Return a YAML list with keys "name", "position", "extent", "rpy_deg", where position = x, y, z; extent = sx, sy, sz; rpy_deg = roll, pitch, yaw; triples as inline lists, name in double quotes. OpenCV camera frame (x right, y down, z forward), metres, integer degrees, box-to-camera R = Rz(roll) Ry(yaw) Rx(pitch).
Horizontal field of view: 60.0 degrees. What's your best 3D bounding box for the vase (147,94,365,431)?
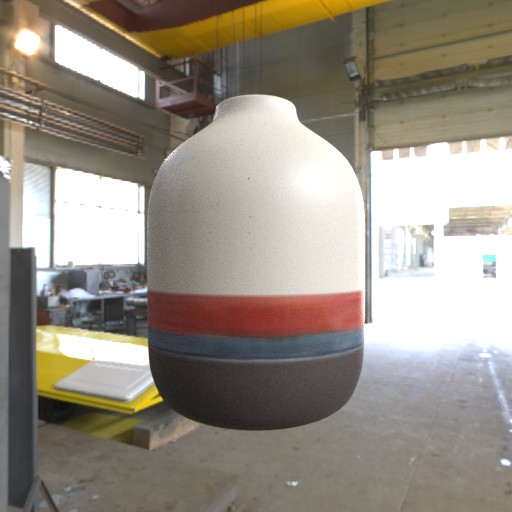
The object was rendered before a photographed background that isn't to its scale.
- name: "vase"
  position: [0.000, 0.000, 0.355]
  extent: [0.169, 0.237, 0.169]
  rpy_deg: [0, 0, 0]
